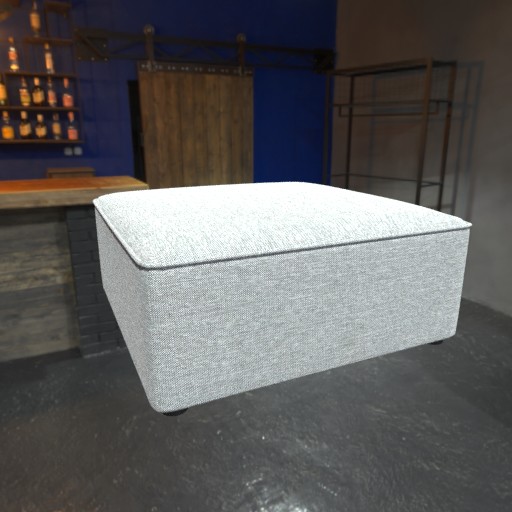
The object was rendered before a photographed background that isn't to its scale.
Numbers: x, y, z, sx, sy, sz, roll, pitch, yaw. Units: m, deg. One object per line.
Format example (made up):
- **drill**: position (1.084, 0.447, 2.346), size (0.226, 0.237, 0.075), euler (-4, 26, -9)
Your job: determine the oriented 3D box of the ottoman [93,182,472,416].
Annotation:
- **ottoman**: position (0.000, 0.000, 1.608), size (1.005, 0.455, 1.005), euler (-7, 18, -24)
